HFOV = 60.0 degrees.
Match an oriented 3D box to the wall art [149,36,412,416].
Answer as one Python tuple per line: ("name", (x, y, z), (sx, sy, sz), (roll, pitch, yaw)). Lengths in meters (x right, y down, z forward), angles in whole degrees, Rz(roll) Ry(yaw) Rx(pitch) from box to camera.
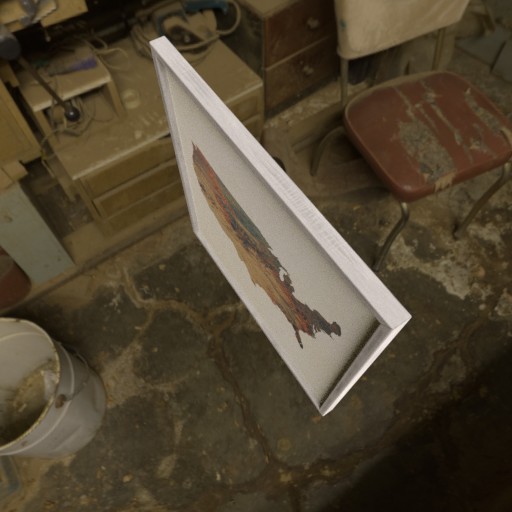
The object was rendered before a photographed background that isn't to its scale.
("wall art", (0.000, 0.000, 0.446), (0.015, 0.303, 0.303), (-30, 66, -15))
